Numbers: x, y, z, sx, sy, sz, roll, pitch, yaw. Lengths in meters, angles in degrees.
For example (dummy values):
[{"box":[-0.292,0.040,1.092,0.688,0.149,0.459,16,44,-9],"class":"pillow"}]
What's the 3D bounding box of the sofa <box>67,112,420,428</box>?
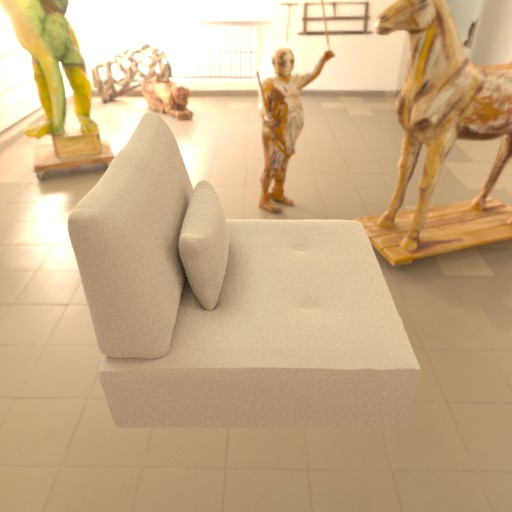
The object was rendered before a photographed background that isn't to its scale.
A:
[{"box":[0.000,0.000,1.663,1.000,0.828,0.935,0,34,0],"class":"sofa"}]
